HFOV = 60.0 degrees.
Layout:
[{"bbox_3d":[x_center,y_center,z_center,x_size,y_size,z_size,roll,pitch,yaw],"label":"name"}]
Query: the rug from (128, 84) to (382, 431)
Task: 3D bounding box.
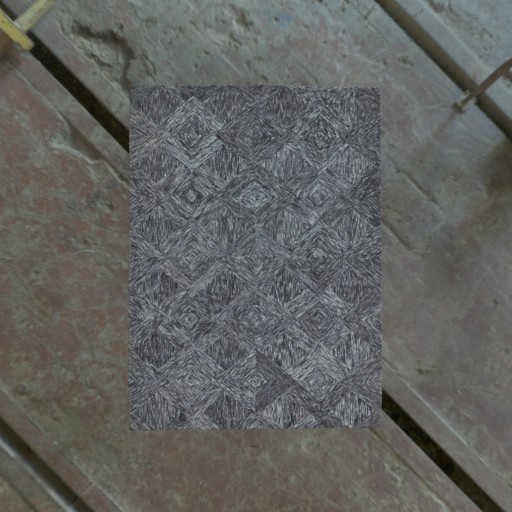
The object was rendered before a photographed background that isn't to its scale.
[{"bbox_3d":[0.000,0.000,5.258,2.997,0.020,4.093,0,89,-2],"label":"rug"}]
